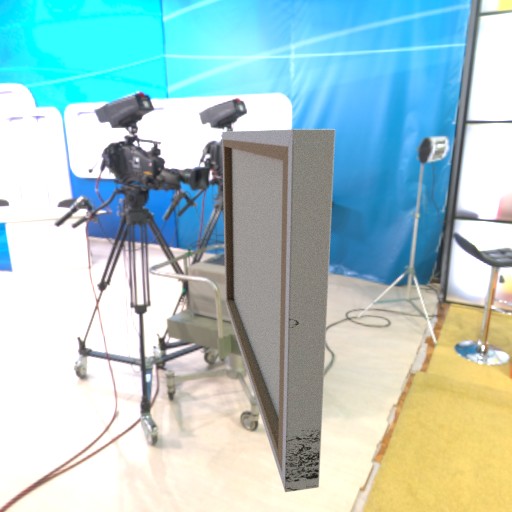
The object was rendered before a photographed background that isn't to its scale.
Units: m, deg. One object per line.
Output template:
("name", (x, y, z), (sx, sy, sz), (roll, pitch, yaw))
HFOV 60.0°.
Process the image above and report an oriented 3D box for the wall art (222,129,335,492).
("wall art", (0.000, 0.000, 0.762), (0.042, 0.414, 0.608), (-3, 16, -10))
